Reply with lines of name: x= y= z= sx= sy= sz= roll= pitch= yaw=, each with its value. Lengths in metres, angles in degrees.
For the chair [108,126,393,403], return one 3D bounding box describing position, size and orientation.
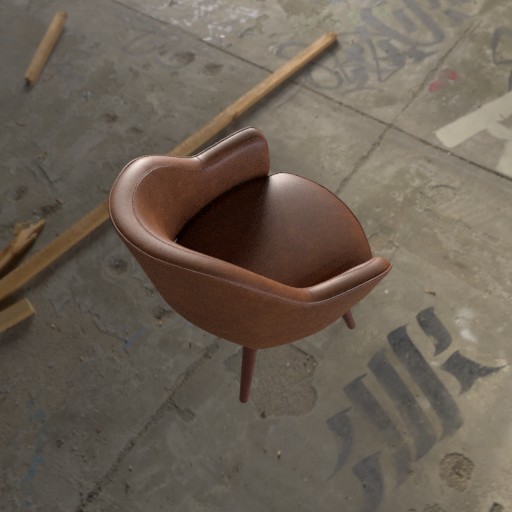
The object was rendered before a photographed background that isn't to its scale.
chair: x=0.000 y=0.000 z=1.254 sx=0.640 sy=0.777 sz=0.591 roll=-30 pitch=63 yaw=-17
